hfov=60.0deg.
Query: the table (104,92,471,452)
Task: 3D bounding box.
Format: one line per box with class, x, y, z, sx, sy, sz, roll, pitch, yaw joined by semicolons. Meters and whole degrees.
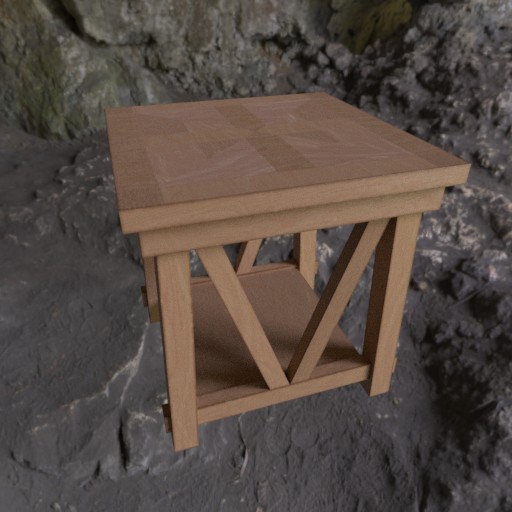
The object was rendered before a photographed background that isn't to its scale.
table;0.000;0.000;1.128;0.612;0.638;0.610;-10;34;-15
